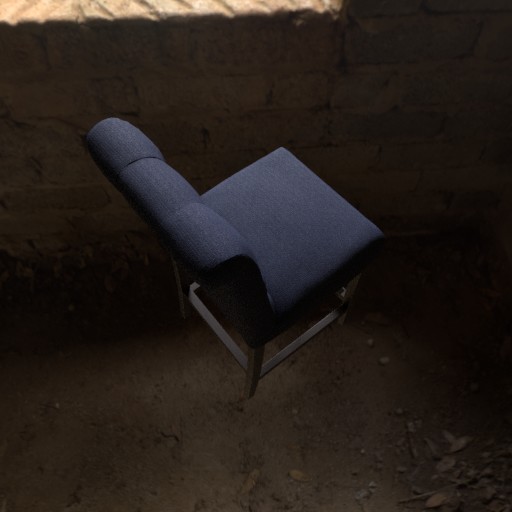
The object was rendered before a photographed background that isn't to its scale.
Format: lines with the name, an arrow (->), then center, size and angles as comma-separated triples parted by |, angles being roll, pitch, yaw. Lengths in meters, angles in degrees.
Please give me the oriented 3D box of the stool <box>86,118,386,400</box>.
stool -> 0.000, 0.000, 1.350 | 0.601, 1.010, 0.493 | -34, 64, -19
